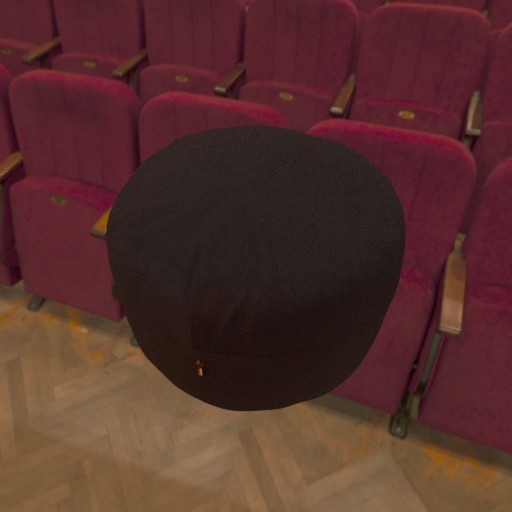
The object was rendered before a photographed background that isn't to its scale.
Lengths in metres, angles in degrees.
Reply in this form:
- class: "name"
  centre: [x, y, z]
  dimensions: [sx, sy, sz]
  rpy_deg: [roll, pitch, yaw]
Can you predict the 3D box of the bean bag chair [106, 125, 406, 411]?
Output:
- class: "bean bag chair"
  centre: [0.000, 0.000, 1.974]
  dimensions: [1.219, 0.762, 1.219]
  rpy_deg: [0, 46, 0]
